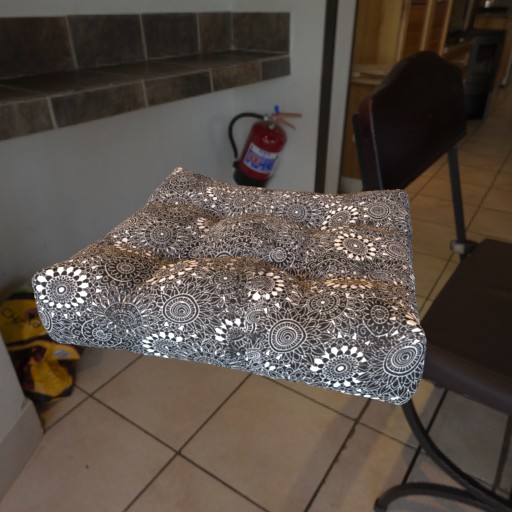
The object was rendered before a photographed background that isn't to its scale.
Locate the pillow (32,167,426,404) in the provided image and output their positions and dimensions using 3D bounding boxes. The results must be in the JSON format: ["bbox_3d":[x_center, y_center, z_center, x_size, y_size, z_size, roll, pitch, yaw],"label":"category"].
[{"bbox_3d":[0.000,0.000,0.714,0.490,0.128,0.468,7,30,13],"label":"pillow"}]
